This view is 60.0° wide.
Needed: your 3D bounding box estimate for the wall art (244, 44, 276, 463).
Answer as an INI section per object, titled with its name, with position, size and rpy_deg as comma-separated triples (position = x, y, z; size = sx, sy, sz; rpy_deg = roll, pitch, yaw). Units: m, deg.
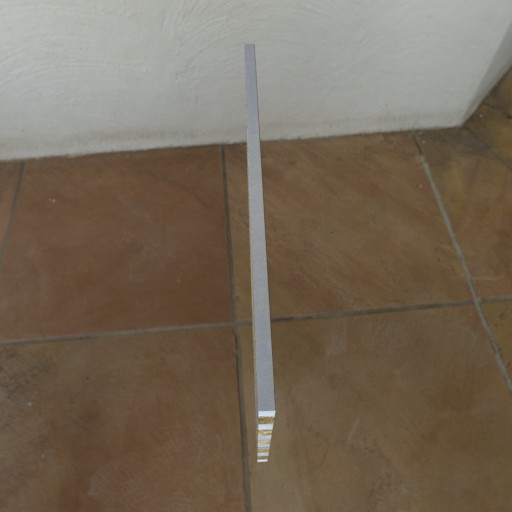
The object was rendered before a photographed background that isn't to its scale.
[wall art]
position = 0.000, 0.000, 1.177
size = 0.027, 0.610, 0.932
rpy_deg = -2, 58, -1
